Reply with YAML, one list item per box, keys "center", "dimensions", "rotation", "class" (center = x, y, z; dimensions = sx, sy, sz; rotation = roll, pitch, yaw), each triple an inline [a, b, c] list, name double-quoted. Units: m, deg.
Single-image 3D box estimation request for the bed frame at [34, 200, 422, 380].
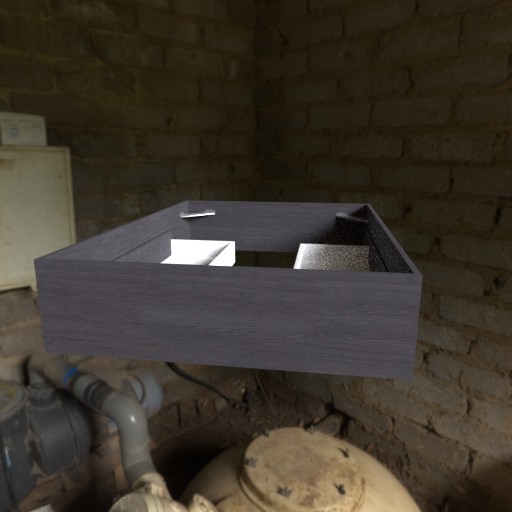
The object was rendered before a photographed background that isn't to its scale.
- center: [0.000, 0.000, 2.594]
  dimensions: [1.448, 0.459, 1.944]
  rotation: [2, 14, 9]
  class: "bed frame"
